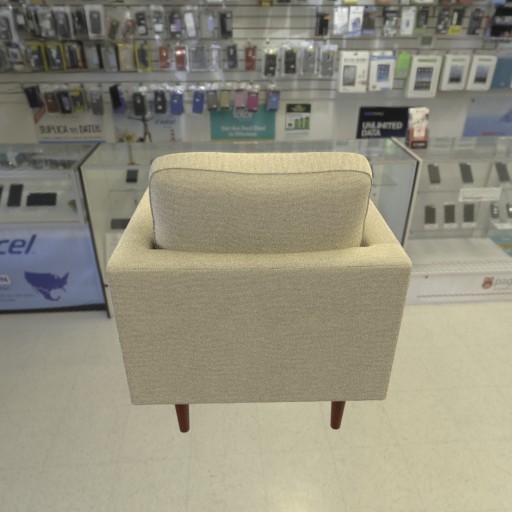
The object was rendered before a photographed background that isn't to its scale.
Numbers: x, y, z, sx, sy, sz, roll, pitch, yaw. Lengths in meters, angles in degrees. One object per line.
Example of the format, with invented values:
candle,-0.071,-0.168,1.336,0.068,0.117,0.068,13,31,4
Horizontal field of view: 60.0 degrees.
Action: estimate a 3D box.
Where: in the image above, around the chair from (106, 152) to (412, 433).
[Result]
chair,0.000,0.000,1.649,0.858,0.957,0.899,-1,29,-1
